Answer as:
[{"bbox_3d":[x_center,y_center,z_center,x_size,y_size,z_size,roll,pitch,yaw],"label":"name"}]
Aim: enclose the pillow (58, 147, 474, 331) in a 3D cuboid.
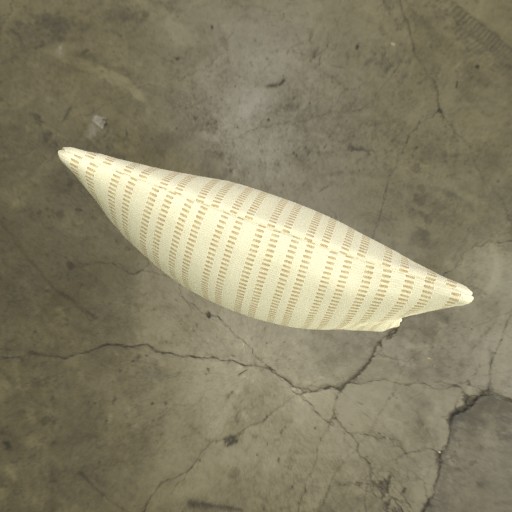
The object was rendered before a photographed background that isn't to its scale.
[{"bbox_3d":[0.000,0.000,0.793,0.640,0.353,0.210,20,77,5],"label":"pillow"}]
